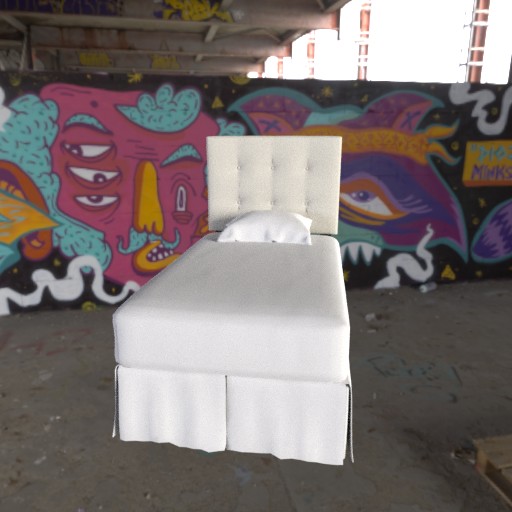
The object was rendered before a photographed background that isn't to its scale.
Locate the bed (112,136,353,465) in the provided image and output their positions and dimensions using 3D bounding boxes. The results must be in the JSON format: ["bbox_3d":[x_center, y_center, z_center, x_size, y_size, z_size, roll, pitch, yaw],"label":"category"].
[{"bbox_3d":[0.000,0.000,2.987,1.261,1.571,1.997,2,15,8],"label":"bed"}]
